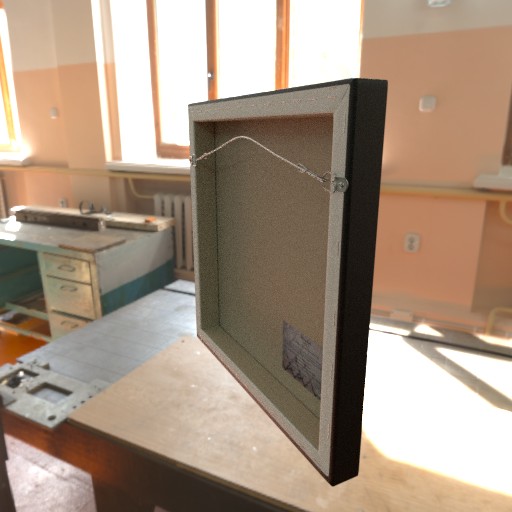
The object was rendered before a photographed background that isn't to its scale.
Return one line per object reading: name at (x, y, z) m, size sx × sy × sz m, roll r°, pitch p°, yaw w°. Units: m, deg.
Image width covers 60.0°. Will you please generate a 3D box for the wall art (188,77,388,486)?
wall art at (0.000, 0.000, 0.593) m, size 0.041 × 0.407 × 0.406 m, roll -8°, pitch 18°, yaw -27°
